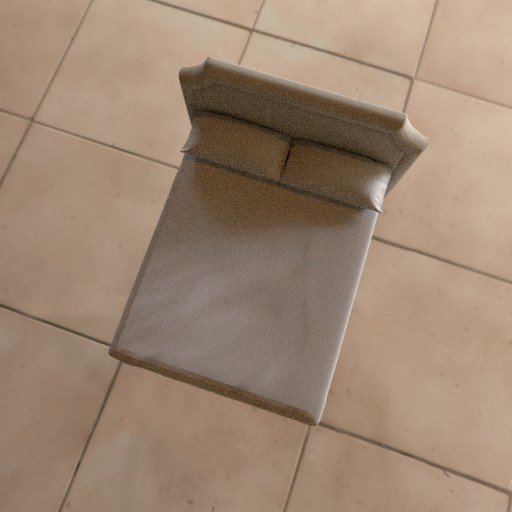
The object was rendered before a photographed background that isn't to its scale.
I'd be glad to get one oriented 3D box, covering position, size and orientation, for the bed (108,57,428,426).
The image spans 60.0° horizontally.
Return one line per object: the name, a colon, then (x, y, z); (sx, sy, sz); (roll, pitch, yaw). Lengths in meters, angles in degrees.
bed: (0.000, 0.000, 3.318); (1.828, 1.297, 2.164); (18, 78, 4)
